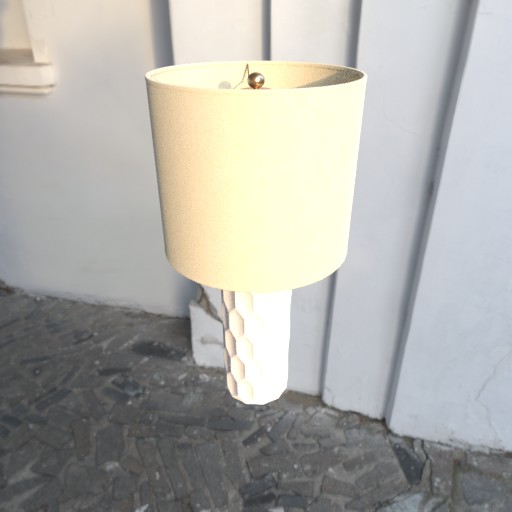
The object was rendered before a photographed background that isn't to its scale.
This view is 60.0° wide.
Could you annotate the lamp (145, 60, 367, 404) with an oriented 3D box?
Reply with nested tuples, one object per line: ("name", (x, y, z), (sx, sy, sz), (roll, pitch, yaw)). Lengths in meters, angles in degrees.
("lamp", (0.000, 0.000, 0.695), (0.277, 0.537, 0.277), (18, 34, 28))
